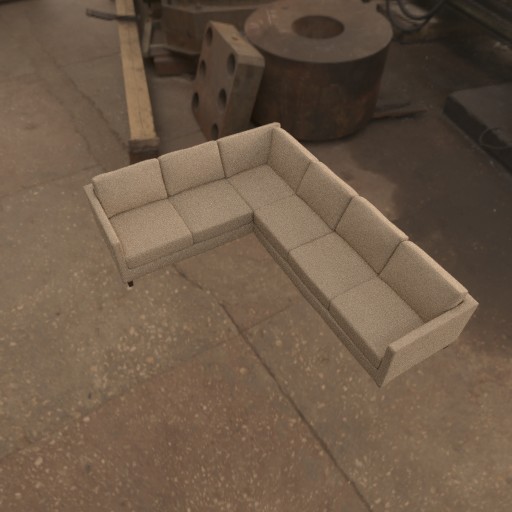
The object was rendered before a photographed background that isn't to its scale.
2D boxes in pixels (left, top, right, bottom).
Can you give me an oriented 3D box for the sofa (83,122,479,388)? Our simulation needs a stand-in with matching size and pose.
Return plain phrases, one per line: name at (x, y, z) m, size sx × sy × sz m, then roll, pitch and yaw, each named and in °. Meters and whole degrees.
sofa at (0.000, 0.000, 4.342) m, size 2.432 × 0.863 × 3.182 m, roll -23°, pitch 51°, yaw -20°
